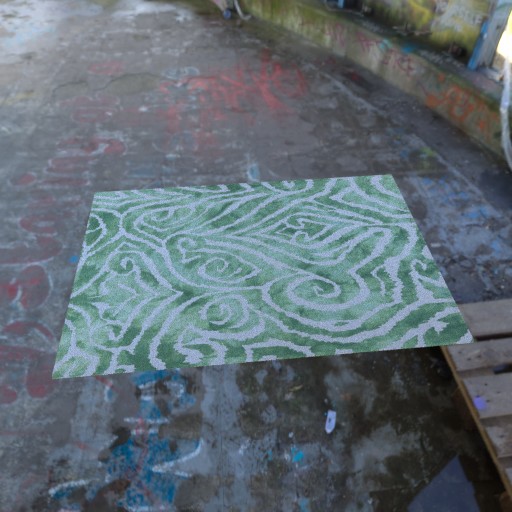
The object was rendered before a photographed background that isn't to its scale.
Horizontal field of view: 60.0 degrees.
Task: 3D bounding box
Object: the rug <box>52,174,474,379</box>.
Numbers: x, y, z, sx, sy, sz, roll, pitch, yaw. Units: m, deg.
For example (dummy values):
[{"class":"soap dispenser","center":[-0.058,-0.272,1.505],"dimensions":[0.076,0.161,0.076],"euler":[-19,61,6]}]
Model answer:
[{"class":"rug","center":[0.000,0.000,2.314],"dimensions":[1.826,0.006,1.220],"euler":[-4,47,-4]}]
